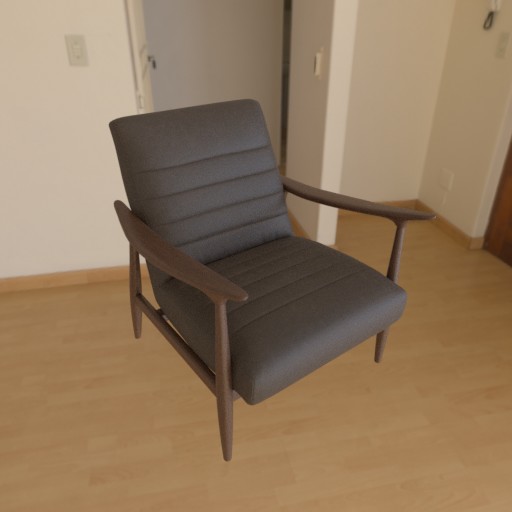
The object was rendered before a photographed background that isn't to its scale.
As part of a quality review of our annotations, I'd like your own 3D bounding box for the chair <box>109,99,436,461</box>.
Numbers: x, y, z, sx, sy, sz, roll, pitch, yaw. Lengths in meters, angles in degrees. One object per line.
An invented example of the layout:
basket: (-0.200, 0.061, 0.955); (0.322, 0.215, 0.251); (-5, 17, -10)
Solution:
chair: (0.000, 0.000, 1.436); (0.741, 0.831, 0.798); (-20, 35, -32)
